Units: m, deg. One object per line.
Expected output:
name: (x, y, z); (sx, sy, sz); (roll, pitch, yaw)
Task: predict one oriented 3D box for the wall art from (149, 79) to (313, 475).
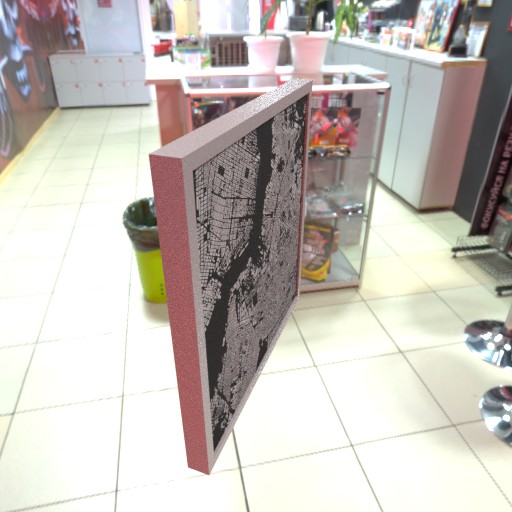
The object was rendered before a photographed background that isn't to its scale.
wall art: (0.000, 0.000, 0.771); (0.038, 0.506, 0.506); (11, 32, 18)
